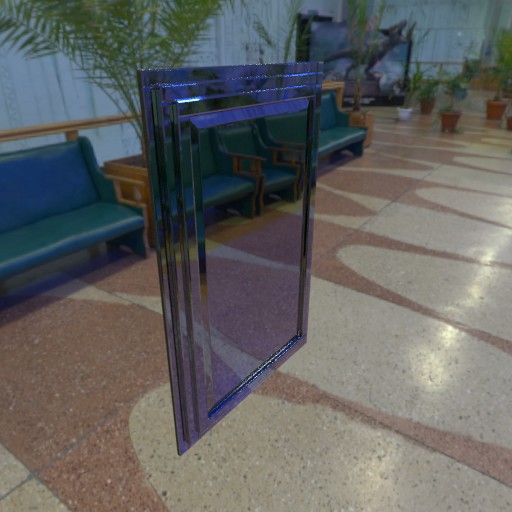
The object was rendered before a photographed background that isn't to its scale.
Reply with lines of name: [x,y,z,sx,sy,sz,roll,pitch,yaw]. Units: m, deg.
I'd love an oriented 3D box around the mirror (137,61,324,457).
mirror: [0.000,0.000,1.153,0.039,0.914,0.613,18,31,34]
